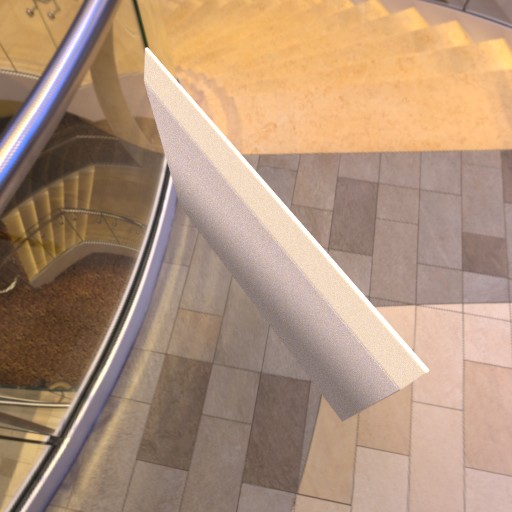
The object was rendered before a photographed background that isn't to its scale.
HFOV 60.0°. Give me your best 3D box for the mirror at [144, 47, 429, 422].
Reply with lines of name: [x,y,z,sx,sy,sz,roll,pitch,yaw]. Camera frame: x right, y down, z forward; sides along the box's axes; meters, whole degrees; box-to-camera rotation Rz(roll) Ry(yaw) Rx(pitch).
mirror: [0.000,0.000,1.110,0.030,0.630,0.870,-33,69,-15]
